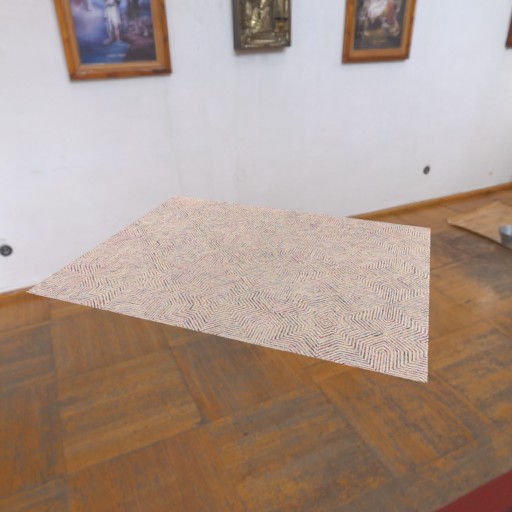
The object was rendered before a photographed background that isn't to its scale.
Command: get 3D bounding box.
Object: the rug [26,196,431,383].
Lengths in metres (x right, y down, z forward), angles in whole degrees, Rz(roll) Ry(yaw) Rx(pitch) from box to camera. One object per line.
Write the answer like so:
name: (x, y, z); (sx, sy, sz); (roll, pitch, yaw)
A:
rug: (0.000, 0.000, 4.122); (3.046, 0.008, 2.442); (9, 29, 17)
